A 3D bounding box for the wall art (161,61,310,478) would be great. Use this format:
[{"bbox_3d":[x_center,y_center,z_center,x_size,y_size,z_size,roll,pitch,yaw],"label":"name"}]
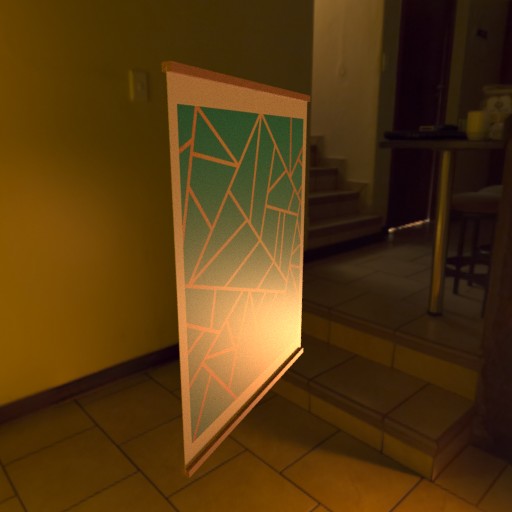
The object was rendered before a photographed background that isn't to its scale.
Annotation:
[{"bbox_3d":[0.000,0.000,0.696,0.012,0.508,0.405,7,16,26],"label":"wall art"}]
